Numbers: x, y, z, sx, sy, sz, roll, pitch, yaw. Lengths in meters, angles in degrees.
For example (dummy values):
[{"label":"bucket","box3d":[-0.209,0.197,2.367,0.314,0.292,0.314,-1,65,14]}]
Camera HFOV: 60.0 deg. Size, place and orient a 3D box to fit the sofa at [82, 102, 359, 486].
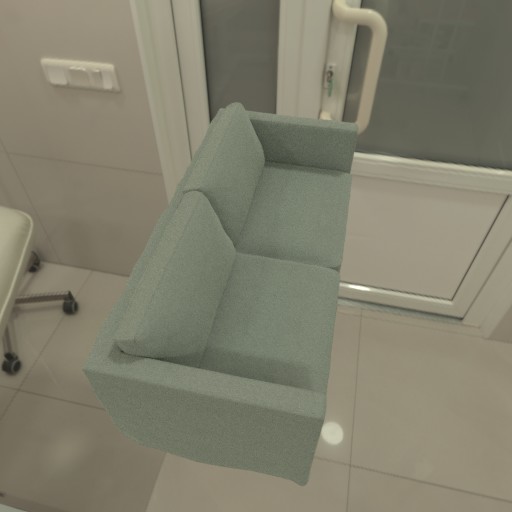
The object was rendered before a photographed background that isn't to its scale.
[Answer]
[{"label":"sofa","box3d":[0.000,0.000,2.451,0.940,0.870,1.987,9,48,8]}]
